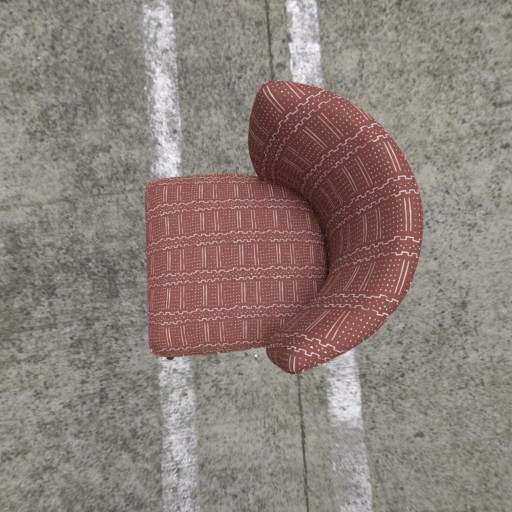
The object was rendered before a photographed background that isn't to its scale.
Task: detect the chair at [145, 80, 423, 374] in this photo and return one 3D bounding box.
[{"bbox_3d":[0.000,0.000,1.405,0.758,0.866,0.706,-5,77,-1],"label":"chair"}]
